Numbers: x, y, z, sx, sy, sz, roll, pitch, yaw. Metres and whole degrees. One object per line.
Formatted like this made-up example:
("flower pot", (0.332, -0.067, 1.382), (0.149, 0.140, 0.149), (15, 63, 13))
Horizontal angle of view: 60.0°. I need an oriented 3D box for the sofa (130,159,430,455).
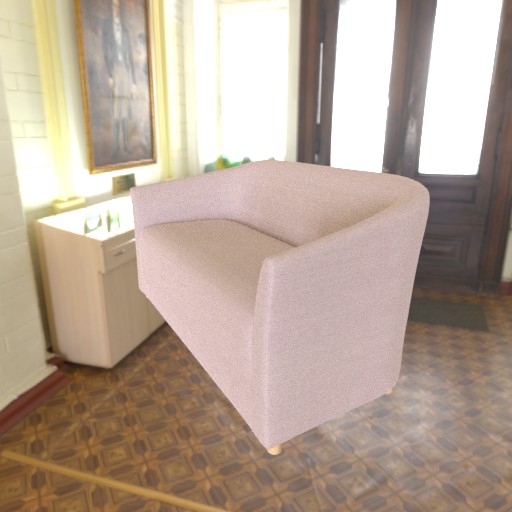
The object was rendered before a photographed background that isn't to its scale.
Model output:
("sofa", (0.000, 0.000, 1.850), (0.705, 0.721, 1.452), (-8, 18, -27))
